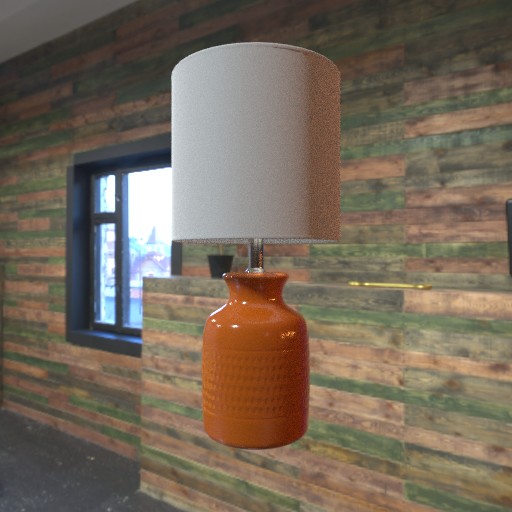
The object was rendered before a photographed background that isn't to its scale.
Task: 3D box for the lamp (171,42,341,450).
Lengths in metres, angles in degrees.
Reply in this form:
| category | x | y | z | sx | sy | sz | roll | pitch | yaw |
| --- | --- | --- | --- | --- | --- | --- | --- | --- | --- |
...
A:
| category | x | y | z | sx | sy | sz | roll | pitch | yaw |
| --- | --- | --- | --- | --- | --- | --- | --- | --- | --- |
| lamp | 0.000 | 0.000 | 1.112 | 0.418 | 0.871 | 0.418 | 0 | 0 | 36 |
